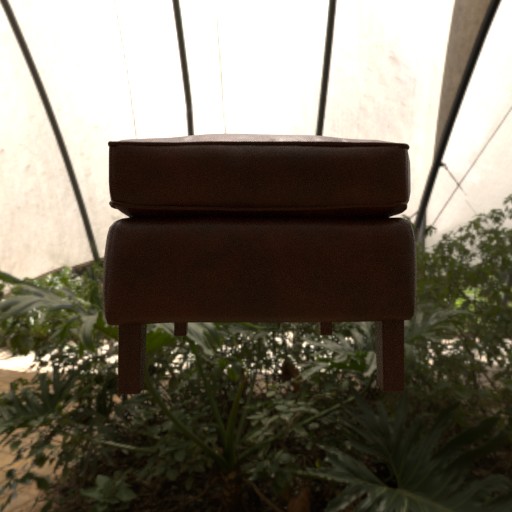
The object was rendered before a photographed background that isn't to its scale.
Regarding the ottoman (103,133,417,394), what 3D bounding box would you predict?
[{"bbox_3d":[0.000,0.000,0.970,0.501,0.432,0.665,0,-1,-2],"label":"ottoman"}]
